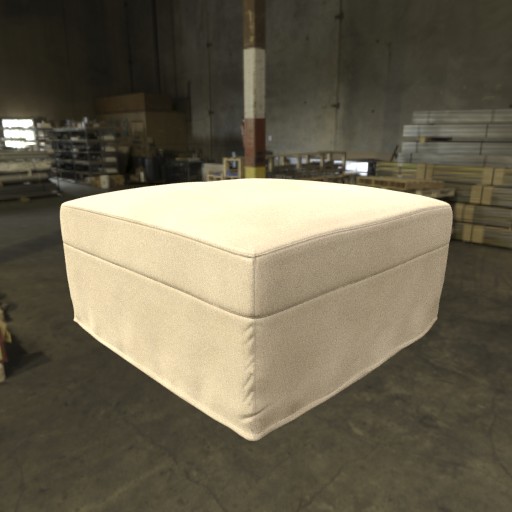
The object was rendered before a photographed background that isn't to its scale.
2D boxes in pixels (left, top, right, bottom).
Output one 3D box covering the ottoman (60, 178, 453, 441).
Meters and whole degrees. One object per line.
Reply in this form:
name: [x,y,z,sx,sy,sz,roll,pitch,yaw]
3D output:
ottoman: [0.000,0.000,1.327,0.842,0.441,0.843,-15,21,-43]
